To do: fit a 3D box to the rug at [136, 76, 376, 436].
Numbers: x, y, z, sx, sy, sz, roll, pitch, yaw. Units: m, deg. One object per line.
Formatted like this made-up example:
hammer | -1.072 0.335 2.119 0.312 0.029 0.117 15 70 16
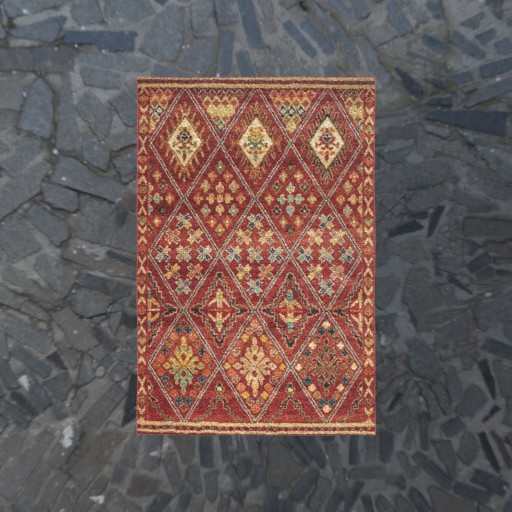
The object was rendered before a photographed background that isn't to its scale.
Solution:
rug | 0.000 0.000 2.822 1.521 0.026 2.286 0 90 0
